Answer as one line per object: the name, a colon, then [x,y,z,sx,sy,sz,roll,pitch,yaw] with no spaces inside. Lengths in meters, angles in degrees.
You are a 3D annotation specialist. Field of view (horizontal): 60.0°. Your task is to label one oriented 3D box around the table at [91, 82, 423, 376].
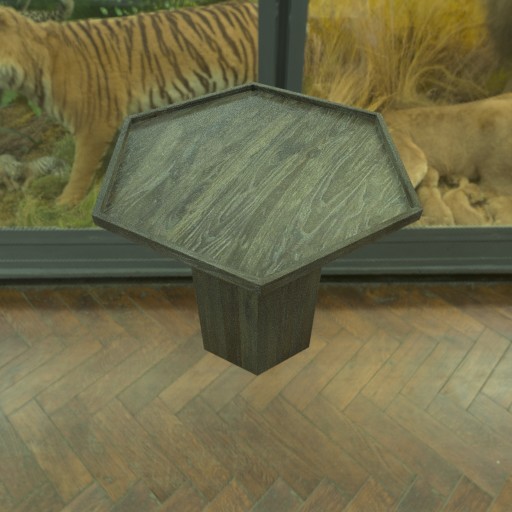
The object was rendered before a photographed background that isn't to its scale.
table: [0.000,0.000,1.119,0.683,0.586,0.592,-24,51,-21]
